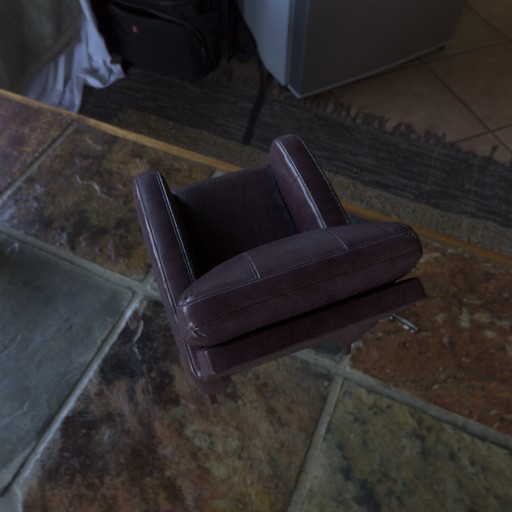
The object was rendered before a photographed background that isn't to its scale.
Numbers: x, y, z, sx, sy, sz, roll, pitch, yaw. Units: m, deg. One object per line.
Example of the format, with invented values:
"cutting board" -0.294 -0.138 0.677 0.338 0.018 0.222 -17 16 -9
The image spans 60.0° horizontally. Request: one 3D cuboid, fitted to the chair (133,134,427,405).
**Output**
"chair" 0.000 0.000 1.673 0.762 0.990 0.990 -17 61 -10
